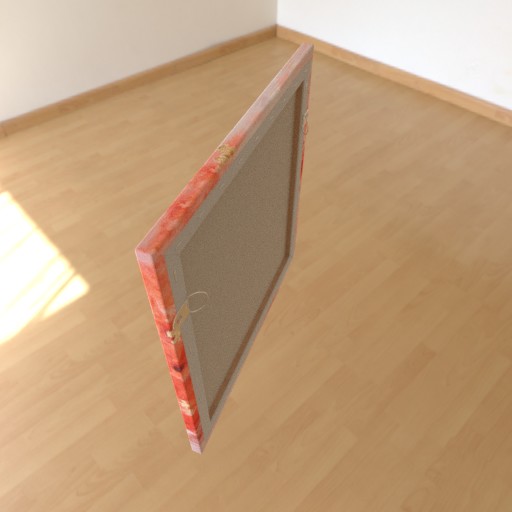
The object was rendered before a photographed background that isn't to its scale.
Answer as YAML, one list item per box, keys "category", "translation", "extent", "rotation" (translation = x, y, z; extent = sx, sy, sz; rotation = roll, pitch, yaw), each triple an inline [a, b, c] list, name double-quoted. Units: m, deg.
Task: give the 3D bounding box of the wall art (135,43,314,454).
- category: "wall art"
  translation: [0.000, 0.000, 1.290]
  extent: [0.066, 0.878, 0.878]
  rotation: [16, 49, 15]
